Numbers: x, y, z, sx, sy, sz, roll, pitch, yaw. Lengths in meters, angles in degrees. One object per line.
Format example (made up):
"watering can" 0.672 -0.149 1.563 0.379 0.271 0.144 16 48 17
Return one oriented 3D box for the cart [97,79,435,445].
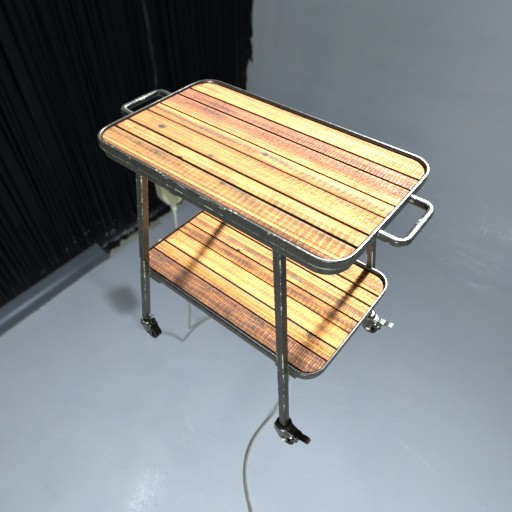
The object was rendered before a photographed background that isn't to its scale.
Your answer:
"cart" 0.000 0.000 1.253 0.806 0.700 0.515 30 53 26
